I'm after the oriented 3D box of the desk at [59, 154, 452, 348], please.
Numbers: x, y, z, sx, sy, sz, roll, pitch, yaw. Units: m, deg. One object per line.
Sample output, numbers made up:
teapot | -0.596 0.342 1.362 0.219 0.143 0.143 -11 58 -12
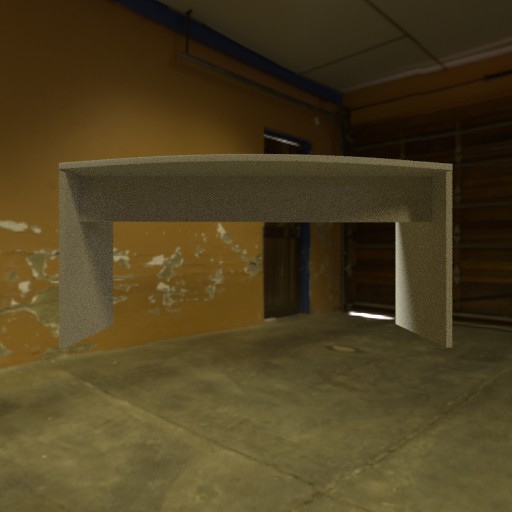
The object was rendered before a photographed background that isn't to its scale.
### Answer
desk | 0.000 0.000 2.035 1.600 0.750 0.802 0 0 -1
